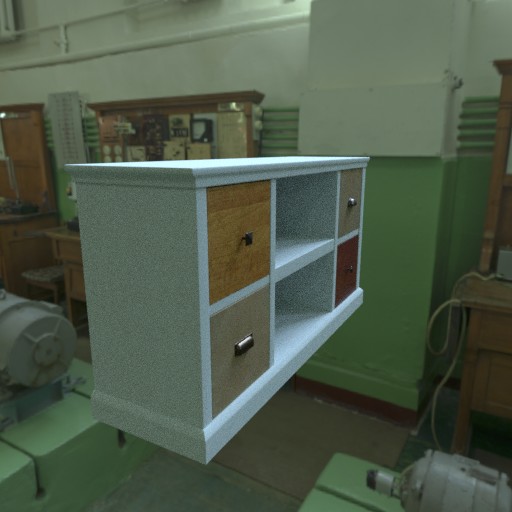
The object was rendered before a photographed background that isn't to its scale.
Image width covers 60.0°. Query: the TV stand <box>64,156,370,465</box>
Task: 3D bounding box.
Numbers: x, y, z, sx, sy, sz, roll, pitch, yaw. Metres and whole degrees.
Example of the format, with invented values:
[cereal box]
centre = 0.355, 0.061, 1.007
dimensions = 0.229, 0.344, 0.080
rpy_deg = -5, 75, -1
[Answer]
[TV stand]
centre = 0.000, 0.000, 1.470
dimensions = 0.424, 0.624, 1.187
rpy_deg = 7, 15, 28
